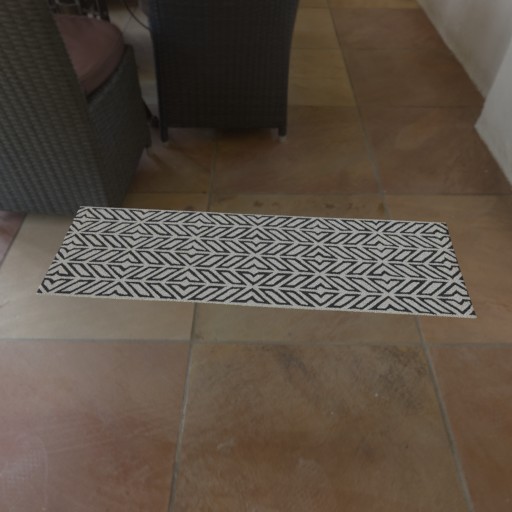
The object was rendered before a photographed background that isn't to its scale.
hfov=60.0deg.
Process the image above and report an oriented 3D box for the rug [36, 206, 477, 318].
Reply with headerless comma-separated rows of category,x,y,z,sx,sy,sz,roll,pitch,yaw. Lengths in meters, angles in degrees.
rug,0.000,0.000,2.694,2.435,0.009,0.750,3,47,3
